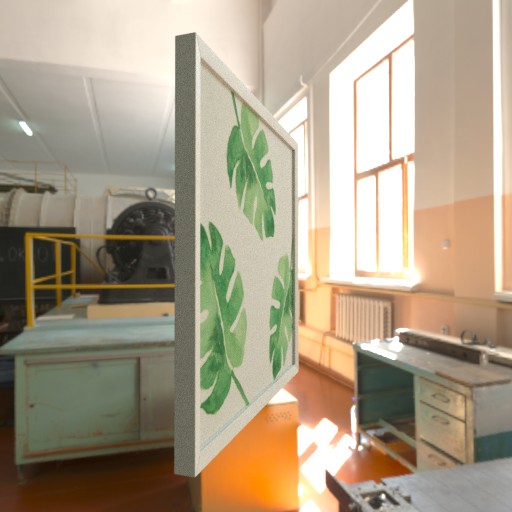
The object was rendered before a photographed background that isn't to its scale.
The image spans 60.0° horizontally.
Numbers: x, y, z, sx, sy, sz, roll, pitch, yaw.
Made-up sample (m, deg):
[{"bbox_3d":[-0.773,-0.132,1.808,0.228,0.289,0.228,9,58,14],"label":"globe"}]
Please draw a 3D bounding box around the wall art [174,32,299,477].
[{"bbox_3d":[0.000,0.000,1.123,0.040,0.762,0.762,0,-1,19],"label":"wall art"}]
